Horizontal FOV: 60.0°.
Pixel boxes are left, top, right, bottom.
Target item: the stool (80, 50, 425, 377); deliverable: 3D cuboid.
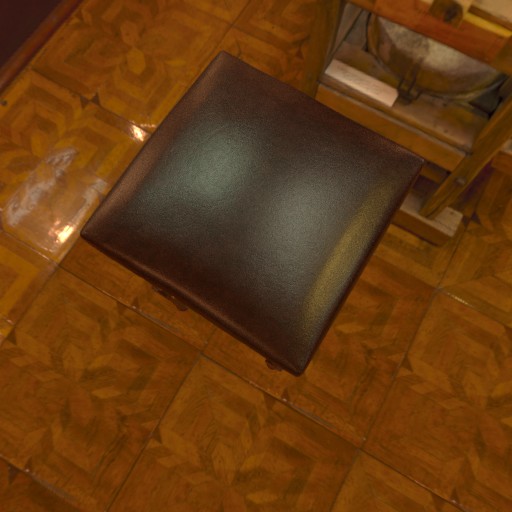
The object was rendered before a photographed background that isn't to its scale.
[{"bbox_3d":[0.000,0.000,0.980,0.382,0.768,0.383,31,77,8],"label":"stool"}]
